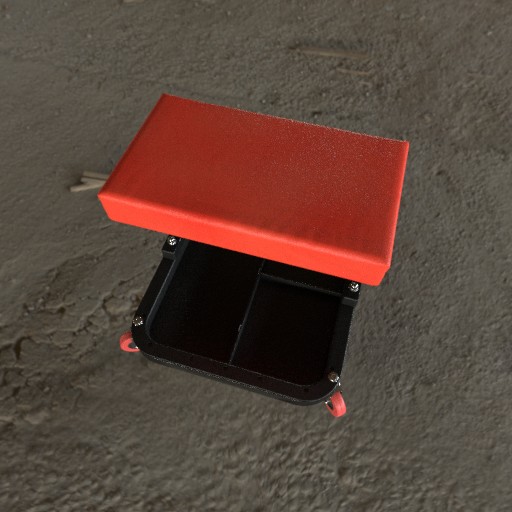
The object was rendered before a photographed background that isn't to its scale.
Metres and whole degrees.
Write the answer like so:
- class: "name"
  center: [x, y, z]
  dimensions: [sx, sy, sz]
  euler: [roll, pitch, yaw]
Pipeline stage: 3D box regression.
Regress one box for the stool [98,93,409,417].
- class: "stool"
  center: [0.000, 0.000, 0.729]
  dimensions: [0.446, 0.380, 0.371]
  euler: [14, 58, 9]
